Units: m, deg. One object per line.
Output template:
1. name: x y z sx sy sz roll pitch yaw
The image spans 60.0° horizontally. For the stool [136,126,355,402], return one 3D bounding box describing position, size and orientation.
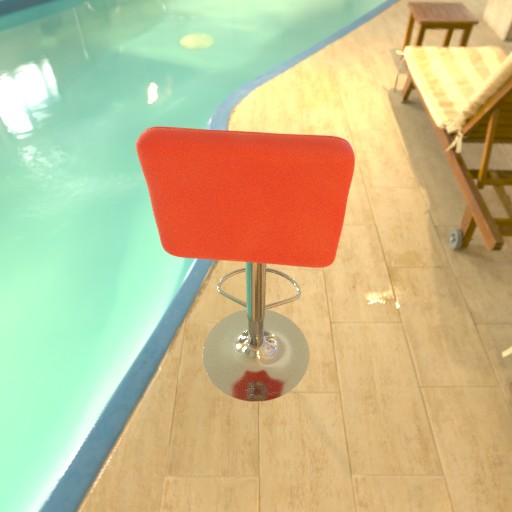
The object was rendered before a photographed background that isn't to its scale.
1. stool: 0.000 0.000 1.374 0.430 1.115 0.505 4 46 4
